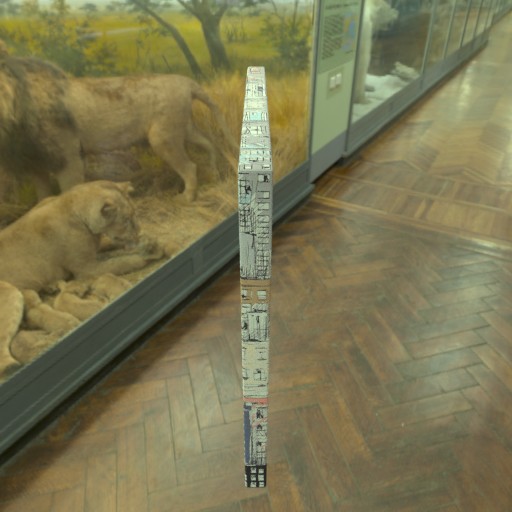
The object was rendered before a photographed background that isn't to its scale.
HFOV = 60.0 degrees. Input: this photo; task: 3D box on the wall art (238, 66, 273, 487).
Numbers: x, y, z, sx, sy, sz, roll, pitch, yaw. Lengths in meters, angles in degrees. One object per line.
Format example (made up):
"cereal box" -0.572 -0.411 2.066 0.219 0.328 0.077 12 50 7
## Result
"wall art" 0.000 0.000 1.117 0.048 0.762 0.761 0 33 0
